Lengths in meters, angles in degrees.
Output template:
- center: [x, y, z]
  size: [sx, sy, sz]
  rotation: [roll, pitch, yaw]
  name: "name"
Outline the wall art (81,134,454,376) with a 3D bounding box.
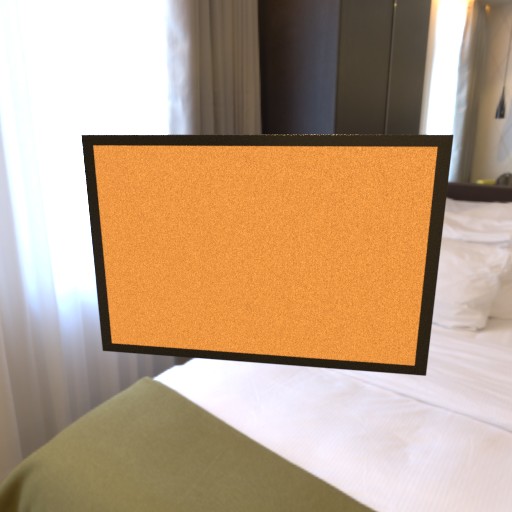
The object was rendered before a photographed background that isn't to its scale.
- center: [0.000, 0.000, 1.045]
  size: [0.819, 0.552, 0.015]
  rotation: [2, 16, 8]
  name: "wall art"
